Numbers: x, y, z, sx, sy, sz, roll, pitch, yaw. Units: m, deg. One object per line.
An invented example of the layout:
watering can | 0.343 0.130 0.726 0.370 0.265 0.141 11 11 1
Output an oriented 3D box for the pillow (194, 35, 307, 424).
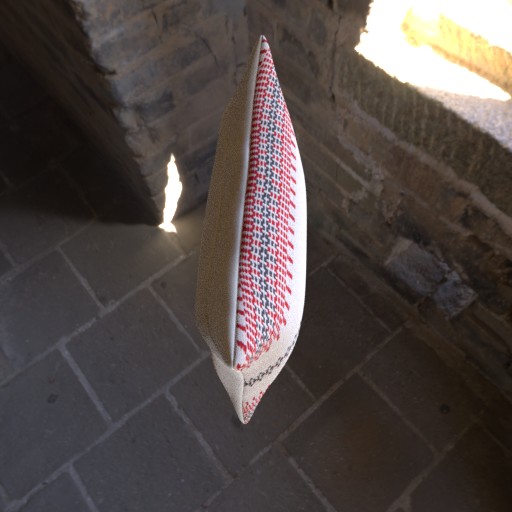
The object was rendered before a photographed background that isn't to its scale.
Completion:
pillow | 0.000 0.000 0.716 0.160 0.454 0.463 3 63 2
